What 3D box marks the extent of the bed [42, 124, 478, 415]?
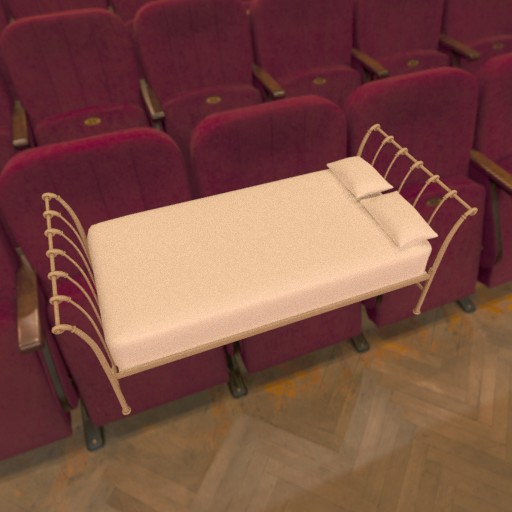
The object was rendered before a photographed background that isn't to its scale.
[{"bbox_3d":[0.000,0.000,2.770,2.228,0.873,1.032,-15,47,-15],"label":"bed"}]
